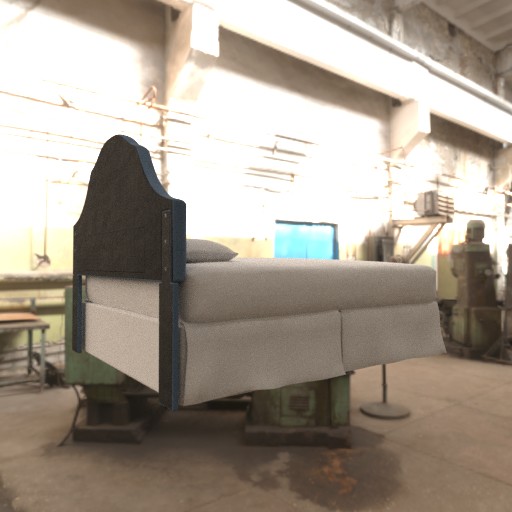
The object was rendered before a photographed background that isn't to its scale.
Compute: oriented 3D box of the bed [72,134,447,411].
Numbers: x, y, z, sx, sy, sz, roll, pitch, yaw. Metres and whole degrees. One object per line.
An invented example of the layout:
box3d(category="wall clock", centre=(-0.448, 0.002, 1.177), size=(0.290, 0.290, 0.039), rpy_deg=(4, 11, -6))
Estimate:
box3d(category="bed", centre=(0.000, 0.000, 3.755), size=(2.477, 1.617, 2.039), rpy_deg=(1, -1, -36))
